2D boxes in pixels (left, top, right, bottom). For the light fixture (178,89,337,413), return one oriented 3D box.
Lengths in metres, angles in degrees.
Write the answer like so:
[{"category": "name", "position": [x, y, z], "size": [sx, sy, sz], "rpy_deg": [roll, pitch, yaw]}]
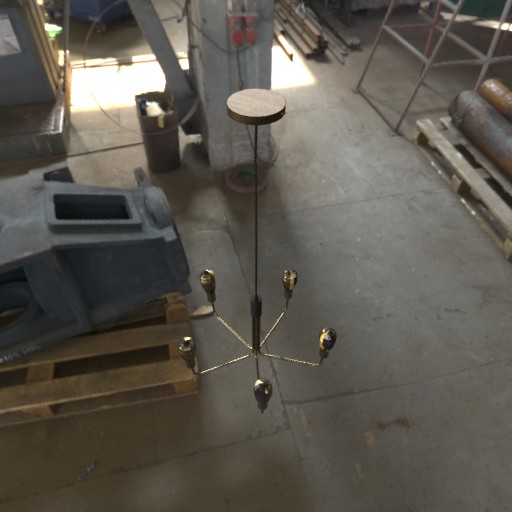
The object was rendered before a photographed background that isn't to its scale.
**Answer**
[{"category": "light fixture", "position": [0.000, 0.000, 1.402], "size": [0.588, 1.059, 0.532], "rpy_deg": [23, 50, 21]}]
